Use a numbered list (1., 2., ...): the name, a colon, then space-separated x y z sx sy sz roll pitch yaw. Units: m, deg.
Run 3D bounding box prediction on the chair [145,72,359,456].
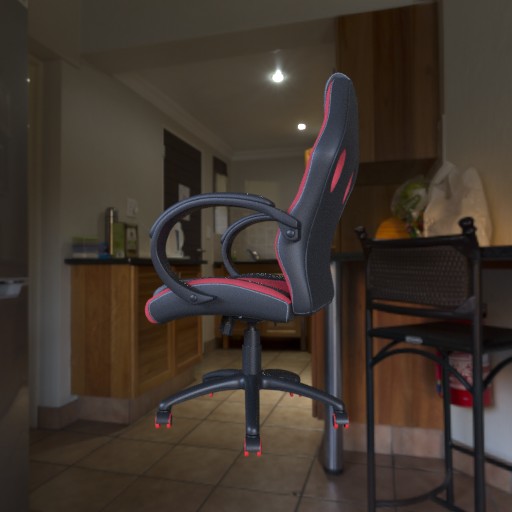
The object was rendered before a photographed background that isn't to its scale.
1. chair: 0.000 0.000 1.633 0.724 1.187 0.673 0 0 18
